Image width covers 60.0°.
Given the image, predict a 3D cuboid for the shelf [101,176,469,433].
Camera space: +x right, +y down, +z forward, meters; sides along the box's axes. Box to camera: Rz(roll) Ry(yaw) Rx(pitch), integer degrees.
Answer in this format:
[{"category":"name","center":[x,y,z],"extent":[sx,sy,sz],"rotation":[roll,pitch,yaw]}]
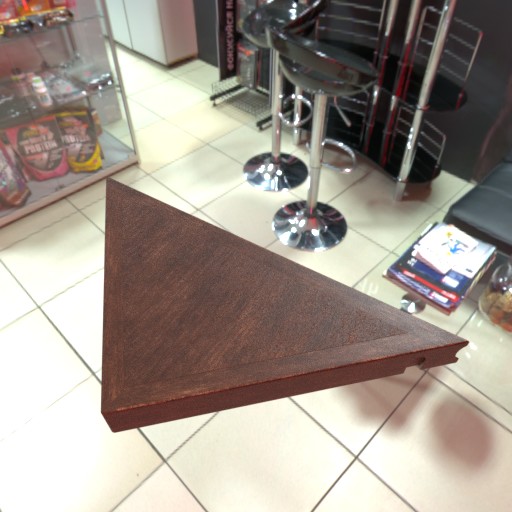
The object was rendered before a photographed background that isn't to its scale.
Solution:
[{"category":"shelf","center":[0.000,0.000,0.455],"extent":[0.296,0.035,0.296],"rotation":[-9,47,-8]}]
